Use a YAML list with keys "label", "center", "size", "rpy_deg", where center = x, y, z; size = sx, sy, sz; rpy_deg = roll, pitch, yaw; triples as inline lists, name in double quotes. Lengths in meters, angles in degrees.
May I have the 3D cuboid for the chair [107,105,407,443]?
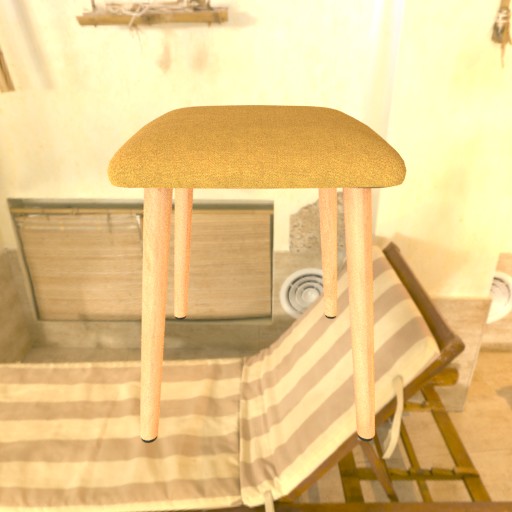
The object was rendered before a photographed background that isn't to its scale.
- label: "chair"
  center: [0.000, 0.000, 0.704]
  size: [0.350, 0.440, 0.350]
  rpy_deg: [0, 25, 0]
